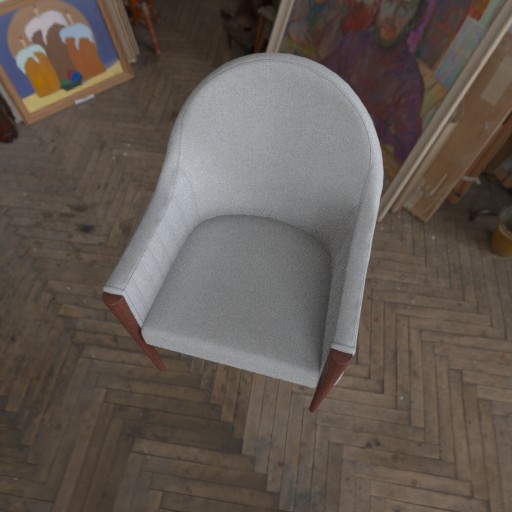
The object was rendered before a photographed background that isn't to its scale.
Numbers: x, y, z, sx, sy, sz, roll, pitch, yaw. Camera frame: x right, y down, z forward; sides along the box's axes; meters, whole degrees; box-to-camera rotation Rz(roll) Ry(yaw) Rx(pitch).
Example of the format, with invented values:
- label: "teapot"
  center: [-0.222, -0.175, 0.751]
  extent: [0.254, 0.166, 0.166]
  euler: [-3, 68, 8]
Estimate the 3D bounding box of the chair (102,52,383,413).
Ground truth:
- label: "chair"
  center: [0.000, 0.000, 1.277]
  extent: [0.610, 0.889, 0.620]
  euler: [13, 60, 8]
